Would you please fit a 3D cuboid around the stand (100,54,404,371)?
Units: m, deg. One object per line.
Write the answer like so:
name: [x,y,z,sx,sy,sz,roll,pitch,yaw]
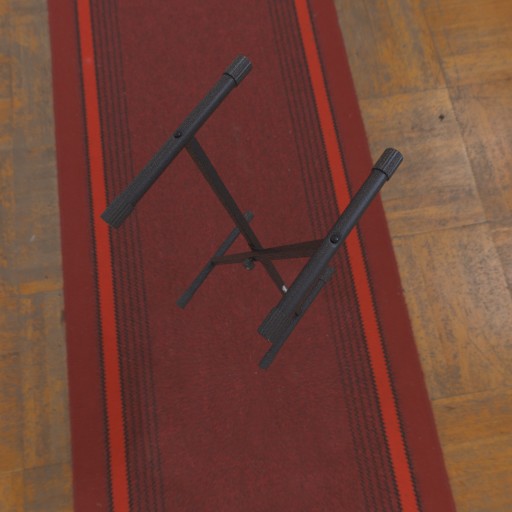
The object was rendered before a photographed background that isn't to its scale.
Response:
stand: [0.000,0.000,1.206,0.409,0.940,0.449,35,78,9]
